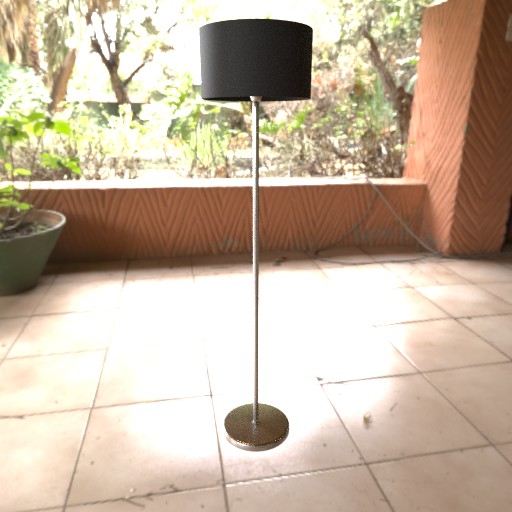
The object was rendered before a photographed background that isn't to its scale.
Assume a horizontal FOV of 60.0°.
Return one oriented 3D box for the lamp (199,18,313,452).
[{"bbox_3d":[0.000,0.000,1.569,0.348,1.443,0.348,-3,17,-11],"label":"lamp"}]
